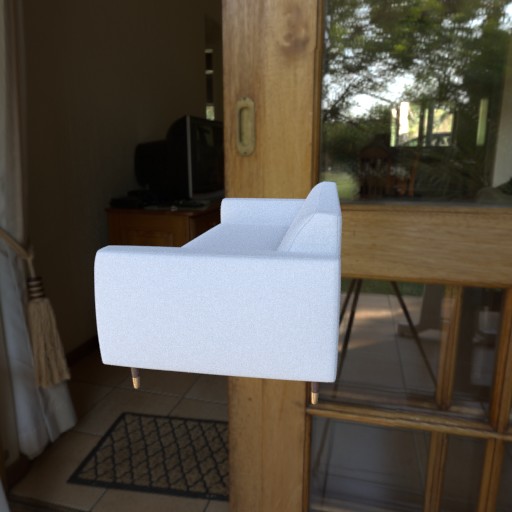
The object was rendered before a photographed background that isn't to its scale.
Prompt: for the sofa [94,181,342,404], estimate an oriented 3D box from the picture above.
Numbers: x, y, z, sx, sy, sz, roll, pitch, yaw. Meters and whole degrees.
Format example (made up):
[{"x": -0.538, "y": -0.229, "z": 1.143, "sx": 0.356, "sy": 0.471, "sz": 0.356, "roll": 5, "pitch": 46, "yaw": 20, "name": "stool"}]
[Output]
[{"x": 0.000, "y": 0.000, "z": 2.778, "sx": 0.990, "sy": 0.821, "sz": 2.291, "roll": 2, "pitch": 13, "yaw": 9, "name": "sofa"}]
